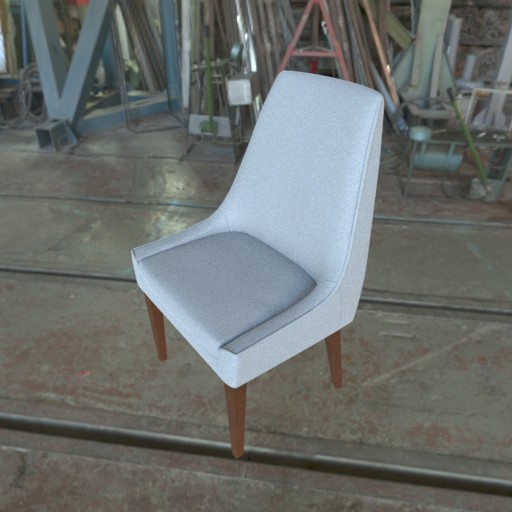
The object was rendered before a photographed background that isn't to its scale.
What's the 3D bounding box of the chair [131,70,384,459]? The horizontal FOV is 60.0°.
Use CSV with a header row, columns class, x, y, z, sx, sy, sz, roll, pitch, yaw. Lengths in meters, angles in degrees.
class,x,y,z,sx,sy,sz,roll,pitch,yaw
chair,0.000,0.000,1.215,0.544,0.861,0.529,-22,39,-30
